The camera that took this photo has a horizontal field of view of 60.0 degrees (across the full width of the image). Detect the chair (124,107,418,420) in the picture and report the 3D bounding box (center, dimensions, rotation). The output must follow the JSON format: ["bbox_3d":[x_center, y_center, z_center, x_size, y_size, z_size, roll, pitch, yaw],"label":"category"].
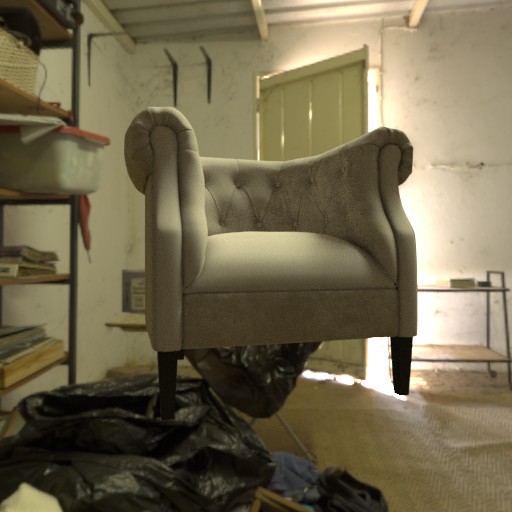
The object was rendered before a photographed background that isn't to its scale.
[{"bbox_3d":[0.000,0.000,1.587,0.904,0.826,0.851,0,0,-16],"label":"chair"}]
